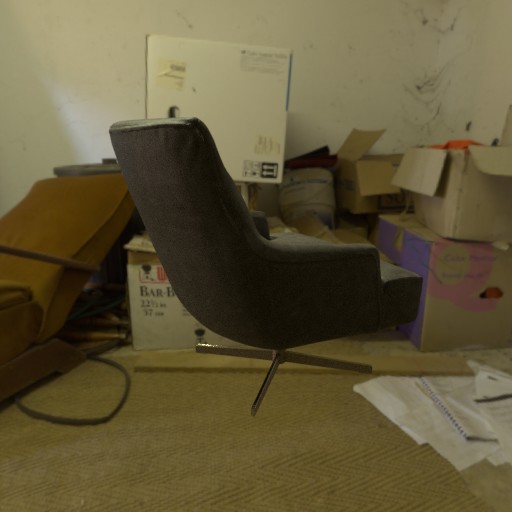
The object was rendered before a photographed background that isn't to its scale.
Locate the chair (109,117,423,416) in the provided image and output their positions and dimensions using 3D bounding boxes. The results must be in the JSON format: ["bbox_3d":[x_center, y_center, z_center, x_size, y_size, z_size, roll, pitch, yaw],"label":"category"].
[{"bbox_3d":[0.000,0.000,1.506,0.874,0.870,0.738,-8,17,-27],"label":"chair"}]
